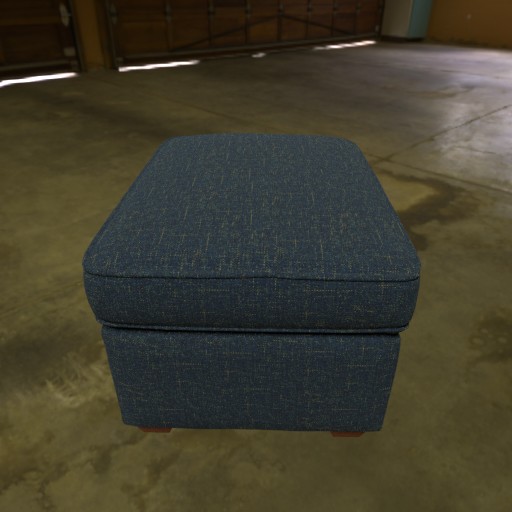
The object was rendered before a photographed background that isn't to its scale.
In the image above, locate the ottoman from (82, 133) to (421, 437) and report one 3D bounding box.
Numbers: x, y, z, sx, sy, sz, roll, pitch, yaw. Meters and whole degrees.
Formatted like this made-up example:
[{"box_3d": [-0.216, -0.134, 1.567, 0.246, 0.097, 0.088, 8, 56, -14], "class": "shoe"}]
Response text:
[{"box_3d": [0.000, 0.000, 1.066, 0.549, 0.450, 0.749, 1, 31, 1], "class": "ottoman"}]
